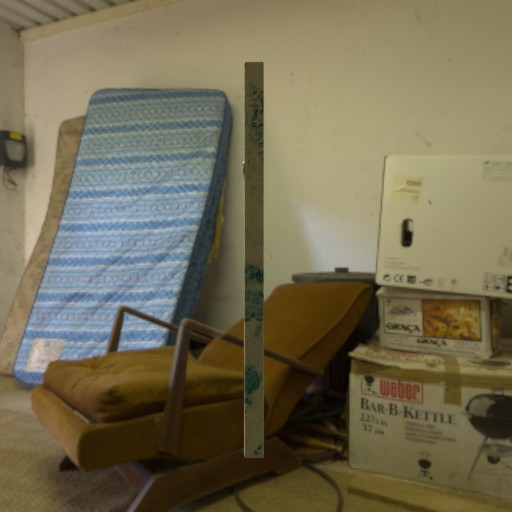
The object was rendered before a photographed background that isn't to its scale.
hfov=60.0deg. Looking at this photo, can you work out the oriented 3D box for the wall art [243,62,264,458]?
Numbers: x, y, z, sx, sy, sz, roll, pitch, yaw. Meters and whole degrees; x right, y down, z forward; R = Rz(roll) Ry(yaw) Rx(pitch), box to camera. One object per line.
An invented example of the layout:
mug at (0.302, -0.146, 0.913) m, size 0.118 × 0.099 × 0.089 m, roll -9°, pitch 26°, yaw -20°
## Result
wall art at (0.000, 0.000, 1.890) m, size 0.055 × 1.017 × 1.524 m, roll 0°, pitch 1°, yaw 1°
